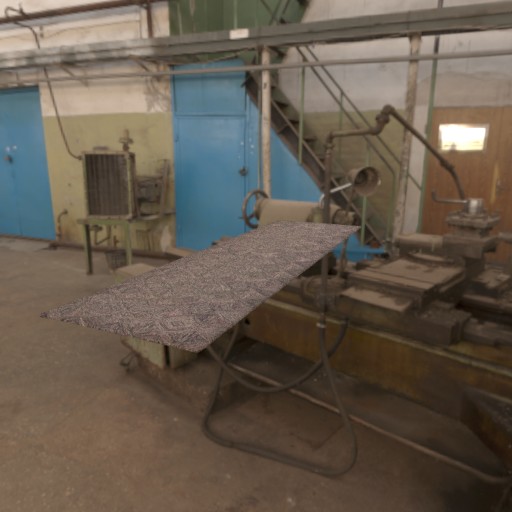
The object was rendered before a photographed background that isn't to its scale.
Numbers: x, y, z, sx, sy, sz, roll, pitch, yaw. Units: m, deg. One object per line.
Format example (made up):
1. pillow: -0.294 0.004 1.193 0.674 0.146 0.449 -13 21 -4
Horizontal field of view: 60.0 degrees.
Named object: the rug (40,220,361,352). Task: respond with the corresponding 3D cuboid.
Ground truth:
1. rug: 0.000 0.000 2.495 0.691 0.011 2.296 7 16 24
